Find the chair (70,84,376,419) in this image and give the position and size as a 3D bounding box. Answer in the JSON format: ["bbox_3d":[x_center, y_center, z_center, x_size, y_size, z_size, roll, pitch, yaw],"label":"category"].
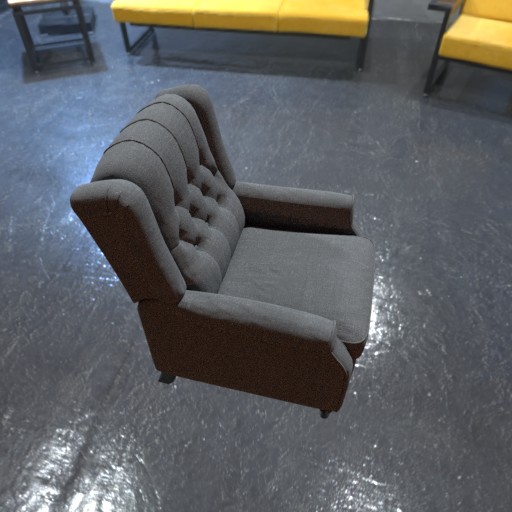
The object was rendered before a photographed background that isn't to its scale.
[{"bbox_3d":[0.000,0.000,1.661,0.898,1.035,0.742,10,47,10],"label":"chair"}]
